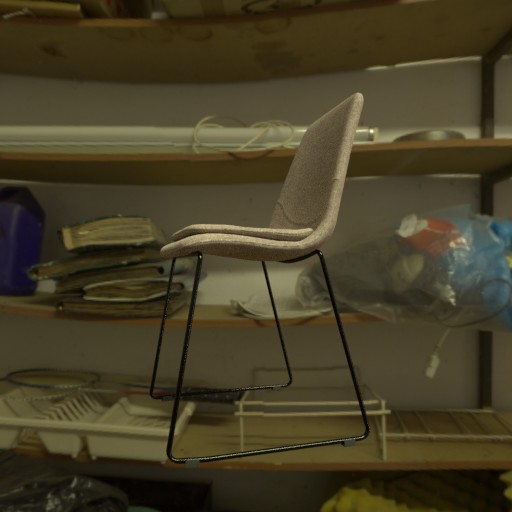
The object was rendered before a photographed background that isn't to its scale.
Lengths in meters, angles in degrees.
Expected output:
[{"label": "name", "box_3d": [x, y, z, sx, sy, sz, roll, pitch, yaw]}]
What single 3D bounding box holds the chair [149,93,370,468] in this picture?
[{"label": "chair", "box_3d": [0.000, 0.000, 1.182, 0.518, 0.858, 0.479, 0, -1, -18]}]
